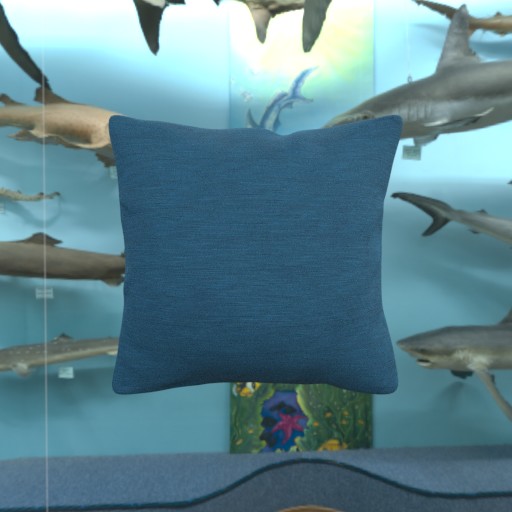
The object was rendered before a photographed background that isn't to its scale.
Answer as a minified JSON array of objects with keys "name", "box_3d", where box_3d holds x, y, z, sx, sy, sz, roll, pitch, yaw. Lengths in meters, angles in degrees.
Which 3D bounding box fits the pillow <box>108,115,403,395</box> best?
[{"name":"pillow","box_3d":[0.000,0.000,0.664,0.437,0.420,0.177,0,1,0]}]
